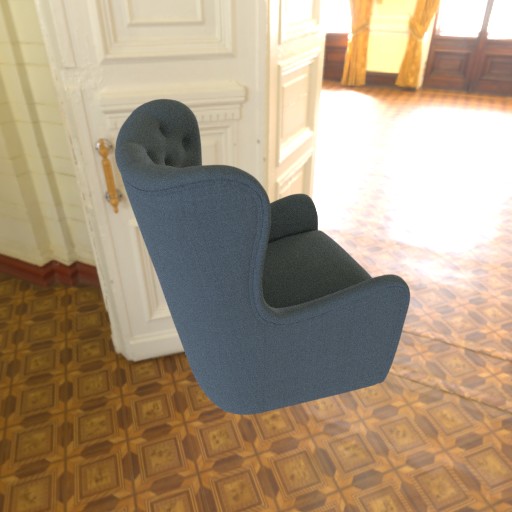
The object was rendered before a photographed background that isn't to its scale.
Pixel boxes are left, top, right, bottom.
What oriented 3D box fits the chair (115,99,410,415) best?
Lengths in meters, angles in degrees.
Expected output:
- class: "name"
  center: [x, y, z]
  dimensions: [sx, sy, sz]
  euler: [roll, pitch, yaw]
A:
- class: "chair"
  center: [0.000, 0.000, 1.759]
  dimensions: [0.930, 1.079, 0.831]
  euler: [-11, 34, -17]
